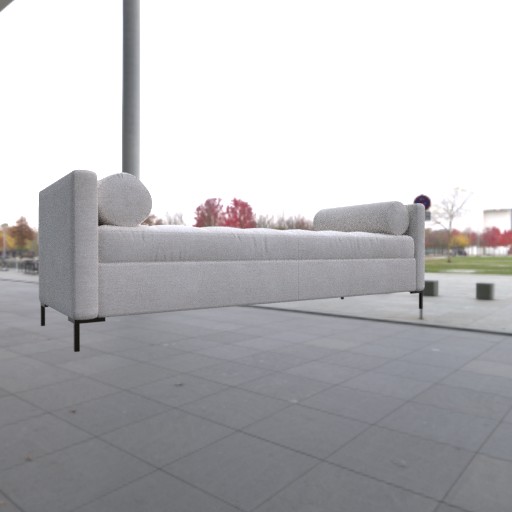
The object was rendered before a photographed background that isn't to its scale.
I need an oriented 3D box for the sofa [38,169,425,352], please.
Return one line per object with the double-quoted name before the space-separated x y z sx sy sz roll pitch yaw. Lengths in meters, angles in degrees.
"sofa" 0.000 0.000 2.335 1.981 0.635 0.686 0 1 -35
